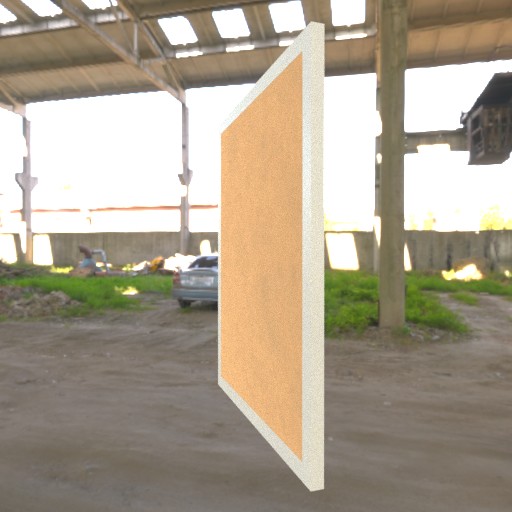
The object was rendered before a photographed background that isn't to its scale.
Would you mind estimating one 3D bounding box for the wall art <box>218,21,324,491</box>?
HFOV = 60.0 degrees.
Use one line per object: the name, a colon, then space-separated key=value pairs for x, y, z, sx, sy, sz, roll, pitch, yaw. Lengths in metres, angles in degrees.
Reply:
wall art: x=0.000 y=0.000 z=1.082 sx=0.026 sy=0.811 sz=0.661 roll=0 pitch=0 yaw=-19
